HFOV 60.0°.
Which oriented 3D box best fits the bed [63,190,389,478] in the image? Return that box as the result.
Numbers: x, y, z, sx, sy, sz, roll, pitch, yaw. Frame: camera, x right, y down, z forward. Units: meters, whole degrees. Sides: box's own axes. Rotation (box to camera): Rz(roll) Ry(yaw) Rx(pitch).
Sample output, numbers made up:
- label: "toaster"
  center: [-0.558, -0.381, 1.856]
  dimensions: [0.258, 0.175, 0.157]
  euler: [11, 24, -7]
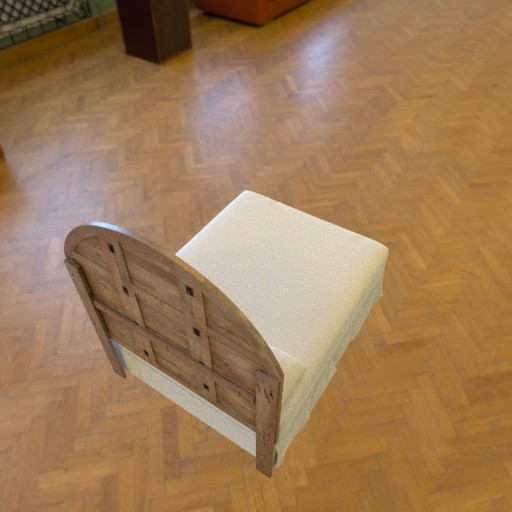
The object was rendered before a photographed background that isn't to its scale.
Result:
- label: "bed"
  center: [0.000, 0.000, 3.473]
  dimensions: [1.713, 2.002, 2.112]
  euler: [25, 51, 22]
